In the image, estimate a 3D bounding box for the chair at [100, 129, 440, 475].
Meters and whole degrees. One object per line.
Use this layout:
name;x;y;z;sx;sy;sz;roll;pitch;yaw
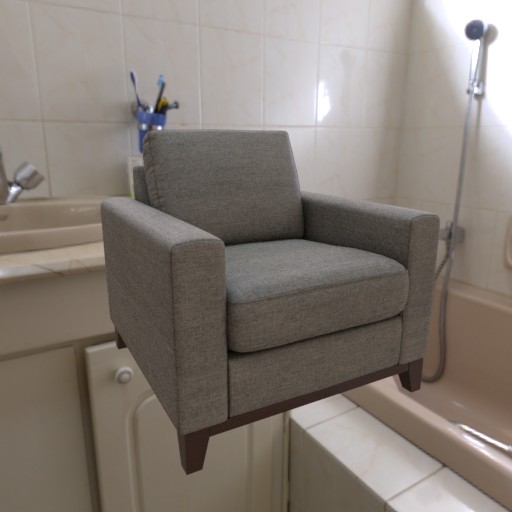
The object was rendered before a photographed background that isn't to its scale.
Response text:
chair;0.000;0.000;1.816;1.024;1.010;1.038;-8;16;-28
